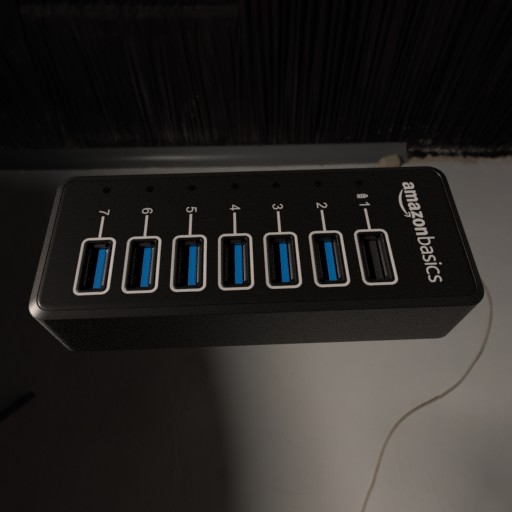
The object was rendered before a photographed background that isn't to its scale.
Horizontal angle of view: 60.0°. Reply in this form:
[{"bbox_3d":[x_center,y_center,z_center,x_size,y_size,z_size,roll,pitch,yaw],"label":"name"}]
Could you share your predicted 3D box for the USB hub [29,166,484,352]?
[{"bbox_3d":[0.000,0.000,0.125,0.110,0.023,0.044,-2,59,-1],"label":"USB hub"}]
